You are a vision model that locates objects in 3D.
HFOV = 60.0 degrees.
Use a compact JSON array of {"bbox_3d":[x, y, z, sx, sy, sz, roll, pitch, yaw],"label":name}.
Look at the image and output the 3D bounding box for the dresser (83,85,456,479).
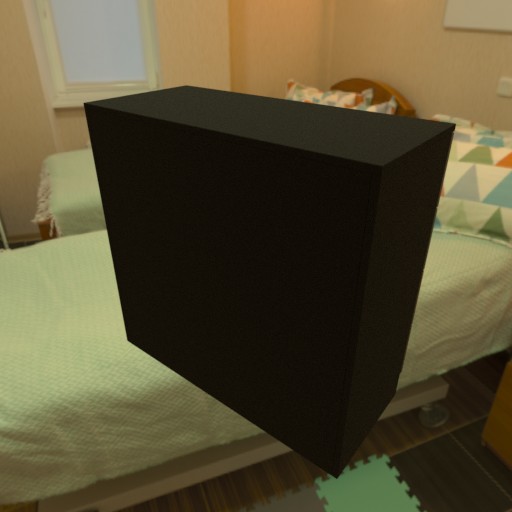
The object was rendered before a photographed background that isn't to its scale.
[{"bbox_3d":[0.000,0.000,1.136,0.750,0.720,0.360,22,36,33],"label":"dresser"}]
